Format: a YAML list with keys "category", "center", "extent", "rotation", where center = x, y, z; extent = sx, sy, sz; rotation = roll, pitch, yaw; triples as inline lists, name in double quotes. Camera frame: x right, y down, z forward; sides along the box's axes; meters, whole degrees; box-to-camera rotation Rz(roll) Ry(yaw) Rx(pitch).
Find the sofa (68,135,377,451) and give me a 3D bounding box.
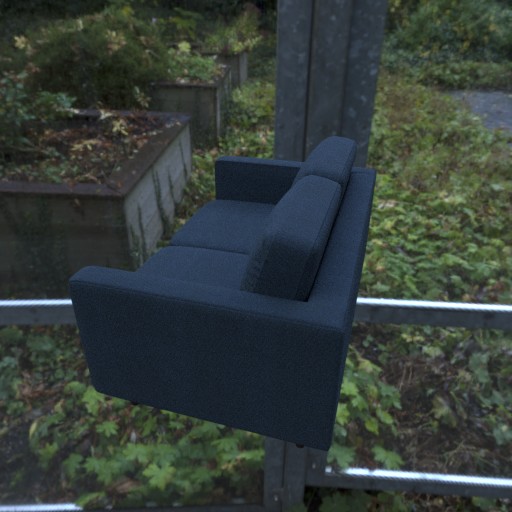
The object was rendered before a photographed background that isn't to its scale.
- category: "sofa"
  center: [0.000, 0.000, 2.165]
  extent: [0.999, 0.930, 1.518]
  rotation: [9, 31, 15]
